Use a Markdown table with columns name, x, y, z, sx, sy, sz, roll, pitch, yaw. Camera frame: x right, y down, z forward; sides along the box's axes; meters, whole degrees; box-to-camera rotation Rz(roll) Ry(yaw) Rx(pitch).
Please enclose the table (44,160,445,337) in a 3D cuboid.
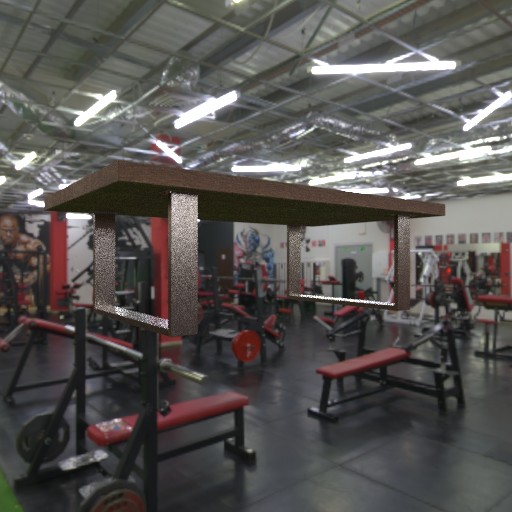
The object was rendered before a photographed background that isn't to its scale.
| name | x | y | z | sx | sy | sz | roll | pitch | yaw |
| --- | --- | --- | --- | --- | --- | --- | --- | --- | --- |
| table | 0.000 | 0.000 | 1.771 | 1.400 | 0.440 | 0.800 | 0 | 0 | -37 |
